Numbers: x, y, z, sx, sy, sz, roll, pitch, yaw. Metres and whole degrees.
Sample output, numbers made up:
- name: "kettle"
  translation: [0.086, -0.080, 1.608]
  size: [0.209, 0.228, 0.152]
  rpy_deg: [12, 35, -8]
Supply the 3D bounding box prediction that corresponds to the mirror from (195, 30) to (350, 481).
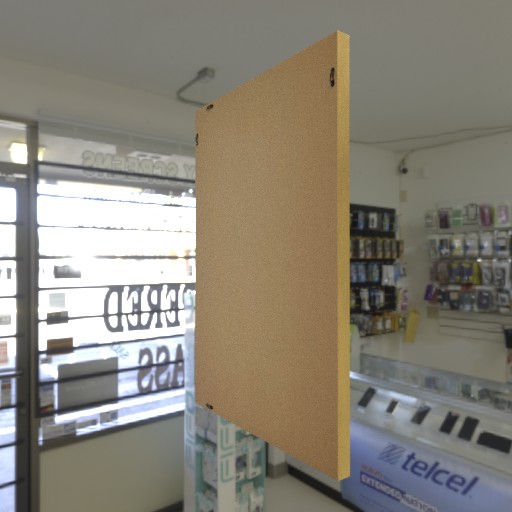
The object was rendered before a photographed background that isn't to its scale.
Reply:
- name: "mirror"
  translation: [0.000, 0.000, 1.155]
  size: [0.040, 0.915, 0.609]
  rpy_deg: [0, -1, -36]
